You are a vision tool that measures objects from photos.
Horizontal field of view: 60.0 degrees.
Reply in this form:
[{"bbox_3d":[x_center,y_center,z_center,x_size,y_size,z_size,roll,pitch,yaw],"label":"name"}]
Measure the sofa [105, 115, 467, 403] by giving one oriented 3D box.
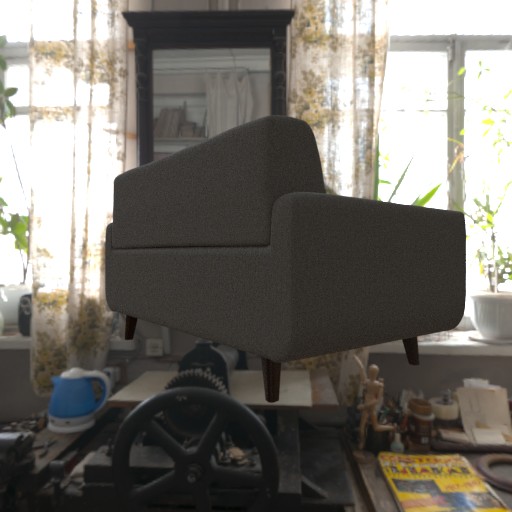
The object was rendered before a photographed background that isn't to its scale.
[{"bbox_3d":[0.000,0.000,2.176,0.952,0.925,1.651,0,1,-37],"label":"sofa"}]
